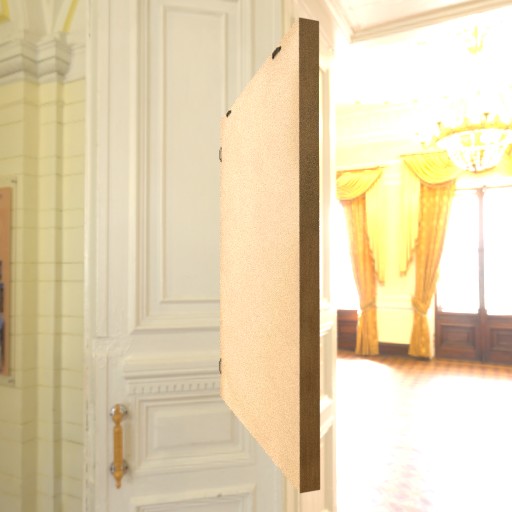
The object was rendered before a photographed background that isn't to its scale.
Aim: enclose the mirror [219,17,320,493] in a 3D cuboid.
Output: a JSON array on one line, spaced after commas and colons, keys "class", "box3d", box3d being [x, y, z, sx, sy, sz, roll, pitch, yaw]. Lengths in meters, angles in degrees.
[{"class": "mirror", "box3d": [0.000, 0.000, 0.906, 0.039, 0.711, 0.508, 0, -1, -18]}]
